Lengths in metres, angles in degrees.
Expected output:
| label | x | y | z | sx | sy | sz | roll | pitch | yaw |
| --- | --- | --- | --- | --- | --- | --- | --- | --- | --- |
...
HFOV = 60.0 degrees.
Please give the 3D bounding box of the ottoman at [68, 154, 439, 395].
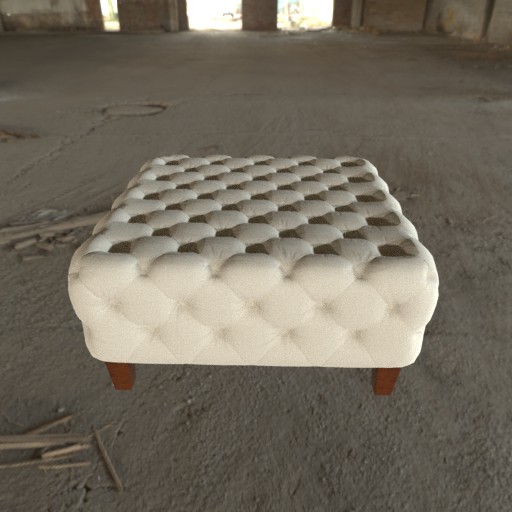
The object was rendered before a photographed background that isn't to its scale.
| label | x | y | z | sx | sy | sz | roll | pitch | yaw |
| --- | --- | --- | --- | --- | --- | --- | --- | --- | --- |
| ottoman | 0.000 | 0.000 | 1.244 | 0.755 | 0.376 | 0.753 | 1 | 30 | 1 |
